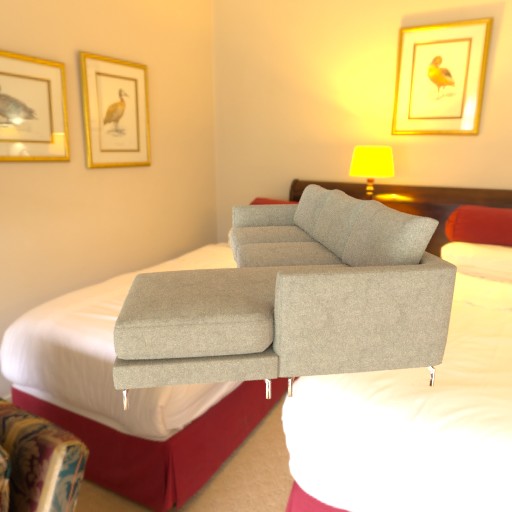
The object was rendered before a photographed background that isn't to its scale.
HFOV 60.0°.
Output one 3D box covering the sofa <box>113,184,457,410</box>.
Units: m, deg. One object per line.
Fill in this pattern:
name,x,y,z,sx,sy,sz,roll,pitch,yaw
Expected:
sofa,0.000,0.000,3.159,1.626,0.864,2.438,-2,14,-8
